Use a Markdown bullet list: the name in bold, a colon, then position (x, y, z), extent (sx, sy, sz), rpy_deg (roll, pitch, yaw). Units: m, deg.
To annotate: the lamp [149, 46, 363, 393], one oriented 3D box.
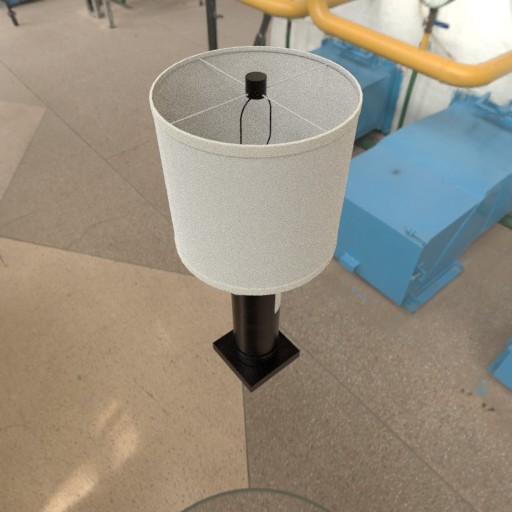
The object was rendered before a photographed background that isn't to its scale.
- **lamp**: position (0.000, 0.000, 0.617), extent (0.211, 0.509, 0.211), rpy_deg (-31, 54, -26)
